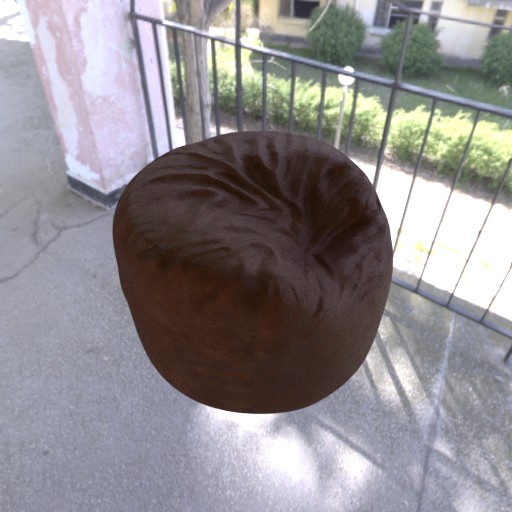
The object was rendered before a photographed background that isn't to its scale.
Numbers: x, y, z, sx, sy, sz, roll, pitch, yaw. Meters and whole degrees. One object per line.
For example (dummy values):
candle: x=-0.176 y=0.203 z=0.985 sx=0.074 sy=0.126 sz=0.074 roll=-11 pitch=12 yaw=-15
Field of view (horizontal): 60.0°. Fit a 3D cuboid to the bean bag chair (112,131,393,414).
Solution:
bean bag chair: x=0.000 y=0.000 z=1.537 sx=0.918 sy=0.616 sz=0.918 roll=0 pitch=41 yaw=0
